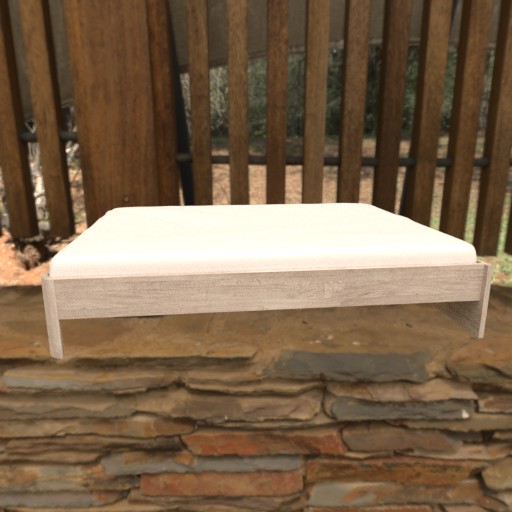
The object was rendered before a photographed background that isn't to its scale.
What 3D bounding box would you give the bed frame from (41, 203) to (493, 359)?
[{"bbox_3d":[0.000,0.000,2.607,1.950,0.462,1.490,-2,15,-7],"label":"bed frame"}]
